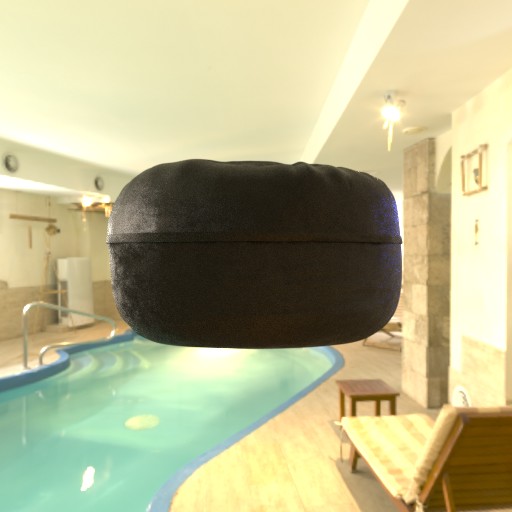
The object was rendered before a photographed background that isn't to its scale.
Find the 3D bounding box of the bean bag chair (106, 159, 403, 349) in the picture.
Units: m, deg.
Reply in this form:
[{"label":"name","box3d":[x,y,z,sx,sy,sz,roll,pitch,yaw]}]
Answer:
[{"label":"bean bag chair","box3d":[0.000,0.000,2.533,1.524,0.878,1.524,0,0,-1]}]
